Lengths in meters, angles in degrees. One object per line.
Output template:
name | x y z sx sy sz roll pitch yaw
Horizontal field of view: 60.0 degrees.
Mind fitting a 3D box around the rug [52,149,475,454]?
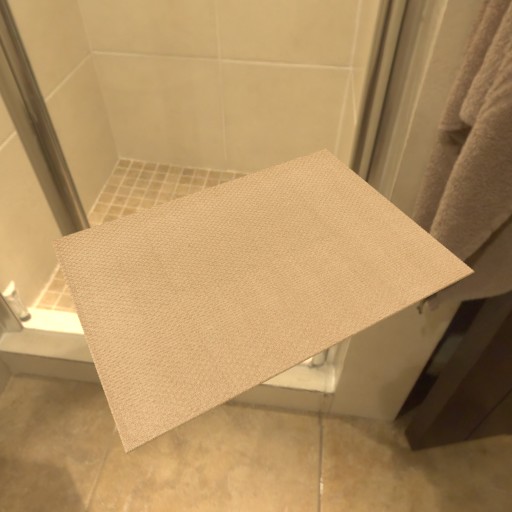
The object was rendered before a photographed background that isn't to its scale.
rug | 0.000 0.000 2.737 2.144 0.013 1.509 -22 50 -20
